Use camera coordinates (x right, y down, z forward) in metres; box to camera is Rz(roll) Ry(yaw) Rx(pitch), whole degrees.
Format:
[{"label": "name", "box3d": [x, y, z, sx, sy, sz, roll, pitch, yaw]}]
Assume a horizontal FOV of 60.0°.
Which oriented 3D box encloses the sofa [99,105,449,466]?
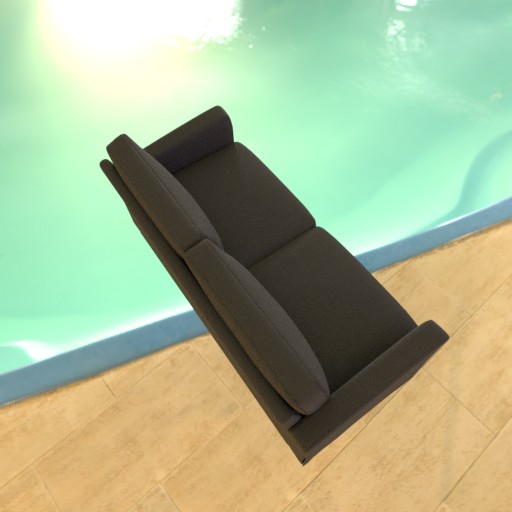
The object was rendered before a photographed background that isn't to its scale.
[{"label": "sofa", "box3d": [0.000, 0.000, 2.352, 0.898, 0.839, 1.852, -31, 63, -18]}]
